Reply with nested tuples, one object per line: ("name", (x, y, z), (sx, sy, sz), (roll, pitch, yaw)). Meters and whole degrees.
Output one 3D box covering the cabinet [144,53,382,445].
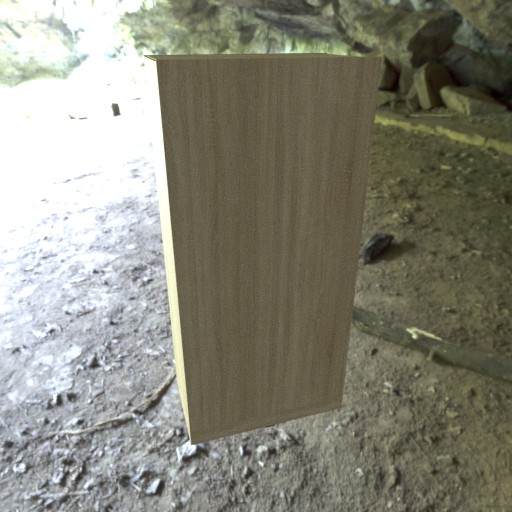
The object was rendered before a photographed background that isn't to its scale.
("cabinet", (0.000, 0.000, 2.571), (1.001, 2.121, 0.590), (-8, 27, -16))
